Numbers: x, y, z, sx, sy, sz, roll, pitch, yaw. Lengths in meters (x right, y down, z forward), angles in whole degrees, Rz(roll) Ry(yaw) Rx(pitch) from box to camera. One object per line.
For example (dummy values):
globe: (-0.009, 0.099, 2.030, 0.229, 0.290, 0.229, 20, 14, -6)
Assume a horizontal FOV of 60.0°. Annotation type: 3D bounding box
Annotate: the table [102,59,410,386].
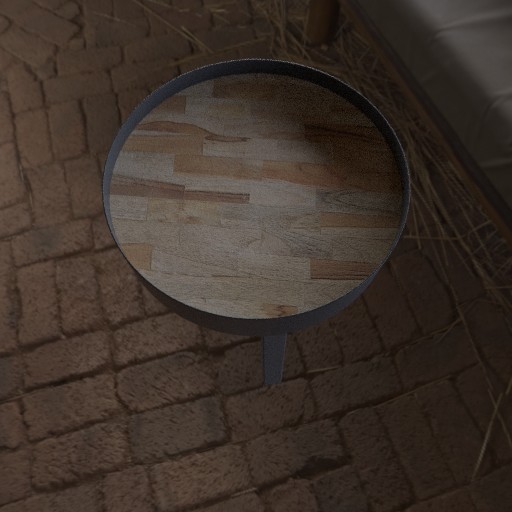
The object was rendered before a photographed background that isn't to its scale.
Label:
table: (0.000, 0.000, 0.846, 0.406, 0.559, 0.406, 0, 66, 0)
